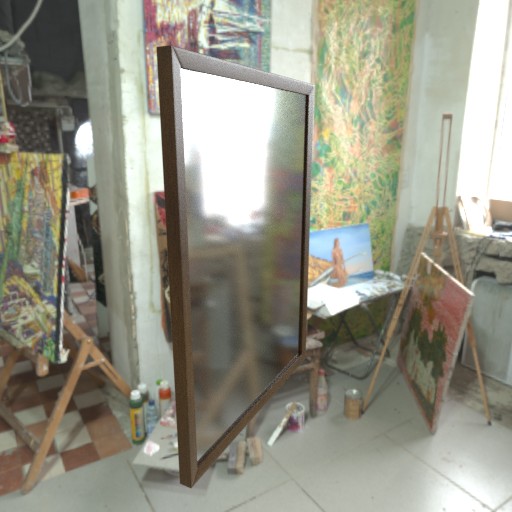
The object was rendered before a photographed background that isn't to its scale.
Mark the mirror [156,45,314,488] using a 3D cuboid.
[{"bbox_3d":[0.000,0.000,1.307,0.040,1.016,0.762,8,17,27],"label":"mirror"}]
